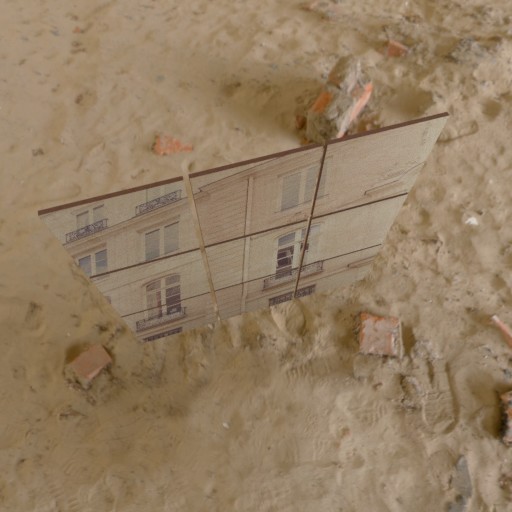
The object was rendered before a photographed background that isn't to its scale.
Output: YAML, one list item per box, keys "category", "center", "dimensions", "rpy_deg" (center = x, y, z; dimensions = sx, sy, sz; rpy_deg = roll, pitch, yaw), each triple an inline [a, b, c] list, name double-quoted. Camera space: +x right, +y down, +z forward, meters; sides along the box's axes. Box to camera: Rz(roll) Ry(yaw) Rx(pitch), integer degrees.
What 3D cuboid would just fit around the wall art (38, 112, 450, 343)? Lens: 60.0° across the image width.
- category: "wall art"
  center: [0.000, 0.000, 1.809]
  dimensions: [1.221, 1.218, 0.024]
  rpy_deg: [-15, 64, -8]
